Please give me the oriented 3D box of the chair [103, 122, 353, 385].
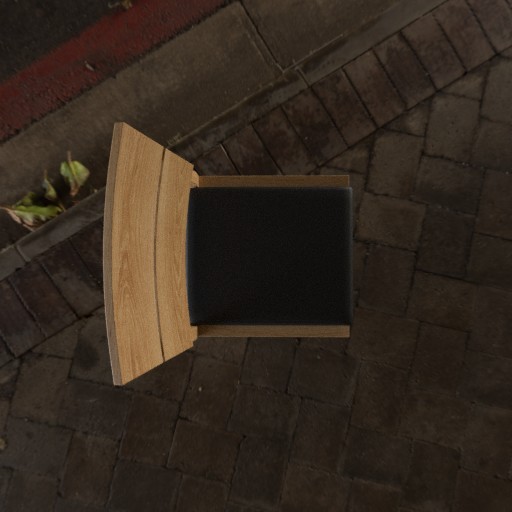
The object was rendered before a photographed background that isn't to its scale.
[{"bbox_3d":[0.000,0.000,1.277,0.569,0.950,0.475,0,89,-1],"label":"chair"}]
